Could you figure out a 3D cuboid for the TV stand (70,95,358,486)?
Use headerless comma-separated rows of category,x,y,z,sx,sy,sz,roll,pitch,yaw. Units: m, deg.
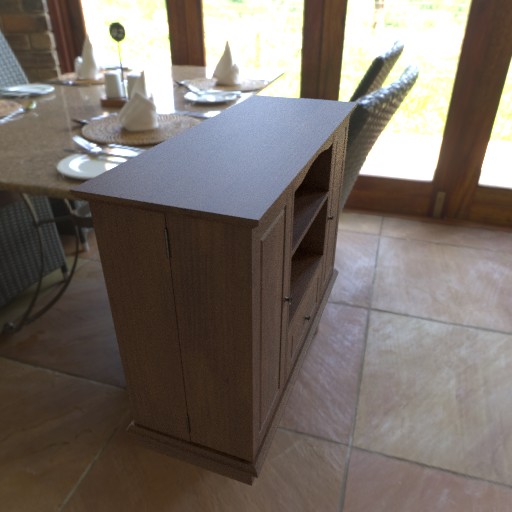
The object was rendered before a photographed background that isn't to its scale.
TV stand,0.000,0.000,1.471,0.406,0.813,1.067,11,32,17
